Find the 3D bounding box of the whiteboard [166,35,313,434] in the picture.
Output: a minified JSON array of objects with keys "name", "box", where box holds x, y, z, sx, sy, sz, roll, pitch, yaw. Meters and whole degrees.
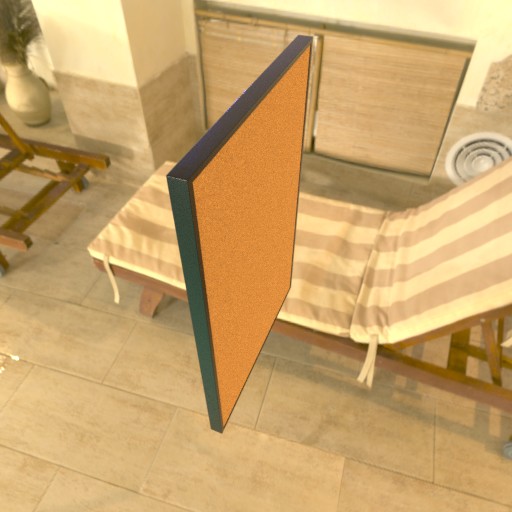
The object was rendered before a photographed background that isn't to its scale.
[{"name":"whiteboard","box":[0.000,0.000,0.785,0.026,0.611,0.406,17,48,15]}]
